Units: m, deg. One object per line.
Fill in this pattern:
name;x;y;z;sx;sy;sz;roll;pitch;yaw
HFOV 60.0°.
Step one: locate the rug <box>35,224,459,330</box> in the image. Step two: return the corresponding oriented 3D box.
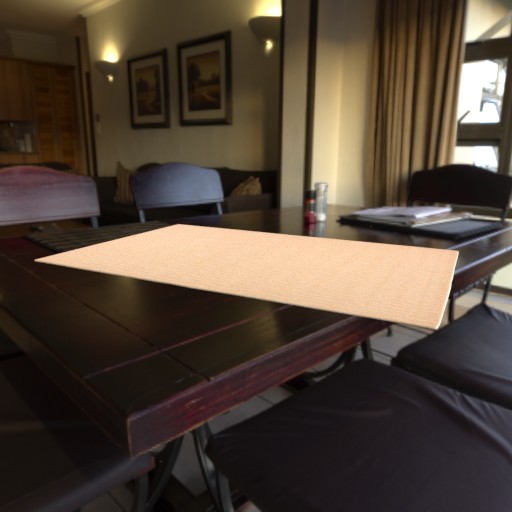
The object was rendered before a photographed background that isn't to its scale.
rug;0.000;0.000;2.984;2.441;0.014;1.531;7;15;26
